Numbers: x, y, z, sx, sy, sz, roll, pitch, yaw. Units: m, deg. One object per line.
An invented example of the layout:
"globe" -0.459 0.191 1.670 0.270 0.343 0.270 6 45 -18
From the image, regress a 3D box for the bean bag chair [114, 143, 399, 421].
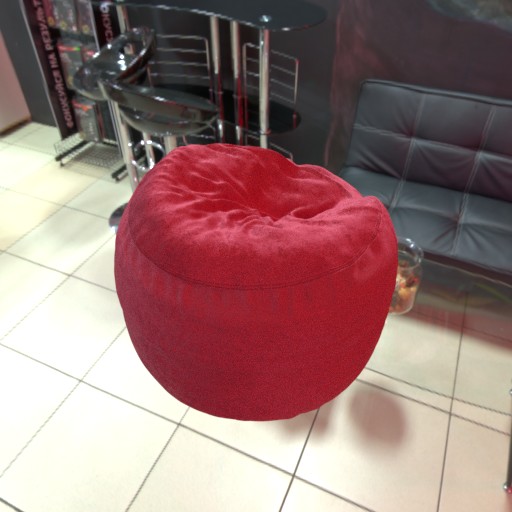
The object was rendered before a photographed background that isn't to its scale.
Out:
"bean bag chair" 0.000 0.000 1.973 1.218 0.788 1.218 0 42 0
